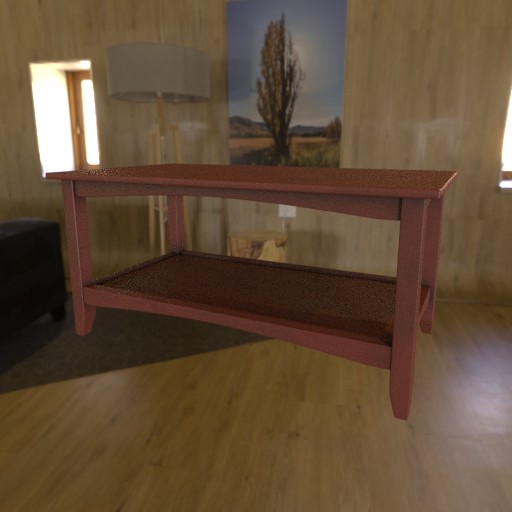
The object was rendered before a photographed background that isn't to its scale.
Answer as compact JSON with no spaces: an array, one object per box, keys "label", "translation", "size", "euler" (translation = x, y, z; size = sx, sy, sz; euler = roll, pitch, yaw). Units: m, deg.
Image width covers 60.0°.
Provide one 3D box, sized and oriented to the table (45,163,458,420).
[{"label":"table","translation":[0.000,0.000,1.218],"size":[0.943,0.456,0.533],"euler":[7,16,26]}]
